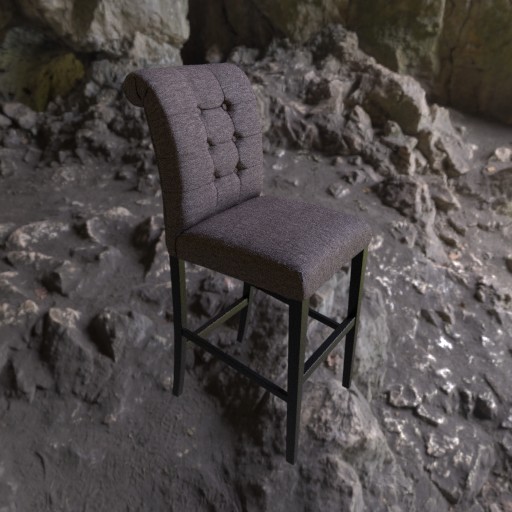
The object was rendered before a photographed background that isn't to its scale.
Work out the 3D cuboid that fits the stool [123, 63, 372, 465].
[{"bbox_3d":[0.000,0.000,1.449,0.613,1.131,0.452,17,31,31],"label":"stool"}]
